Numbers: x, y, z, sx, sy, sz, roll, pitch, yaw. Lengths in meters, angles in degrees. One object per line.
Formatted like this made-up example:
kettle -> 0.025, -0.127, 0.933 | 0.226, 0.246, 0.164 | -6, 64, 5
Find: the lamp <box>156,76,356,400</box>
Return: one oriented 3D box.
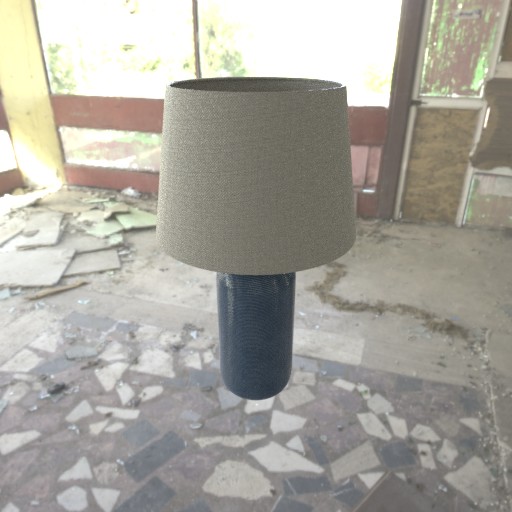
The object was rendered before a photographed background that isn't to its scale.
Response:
lamp -> 0.000, 0.000, 0.587 | 0.253, 0.428, 0.253 | 0, 26, 0
